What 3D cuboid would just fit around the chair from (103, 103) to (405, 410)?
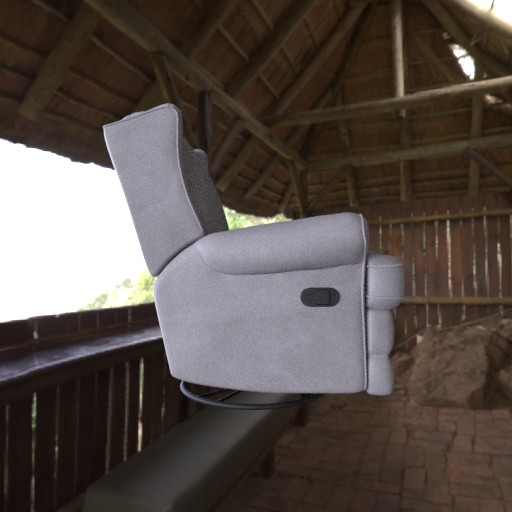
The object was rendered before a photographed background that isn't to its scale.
[{"bbox_3d":[0.000,0.000,1.730,0.969,1.011,0.847,0,0,1],"label":"chair"}]
